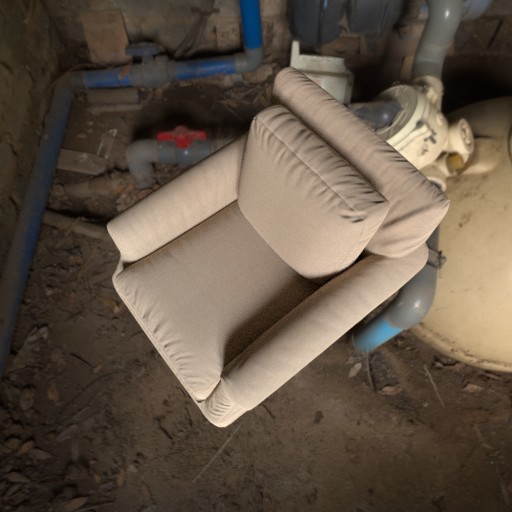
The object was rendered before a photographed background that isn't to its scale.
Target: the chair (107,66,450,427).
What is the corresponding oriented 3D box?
[{"bbox_3d":[0.000,0.000,1.812,1.066,0.866,0.940,-36,69,-16],"label":"chair"}]
